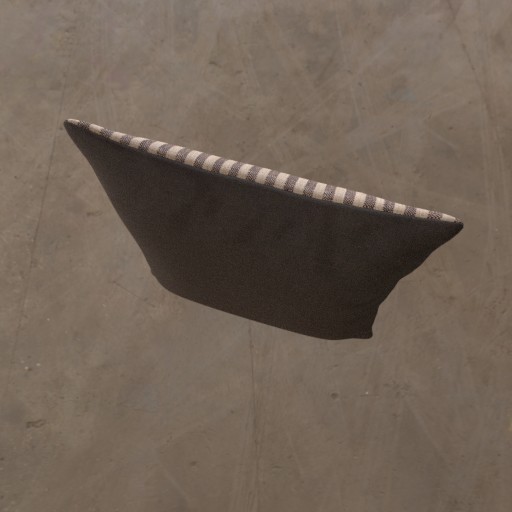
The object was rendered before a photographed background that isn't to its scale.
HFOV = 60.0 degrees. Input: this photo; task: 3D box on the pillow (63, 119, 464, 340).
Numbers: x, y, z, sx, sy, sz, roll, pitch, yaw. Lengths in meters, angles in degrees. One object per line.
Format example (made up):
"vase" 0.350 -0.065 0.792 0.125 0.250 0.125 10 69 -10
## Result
"pillow" 0.000 0.000 0.771 0.523 0.506 0.166 16 65 8
